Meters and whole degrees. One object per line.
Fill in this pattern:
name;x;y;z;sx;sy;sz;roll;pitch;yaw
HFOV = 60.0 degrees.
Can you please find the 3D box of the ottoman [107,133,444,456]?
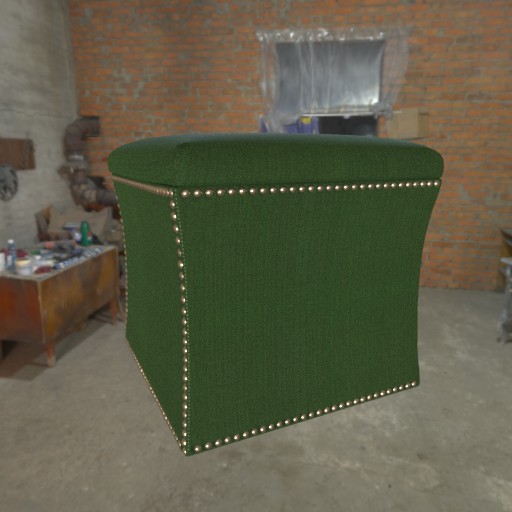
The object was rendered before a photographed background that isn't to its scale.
ottoman;0.000;0.000;0.898;0.497;0.475;0.507;-6;14;-26
